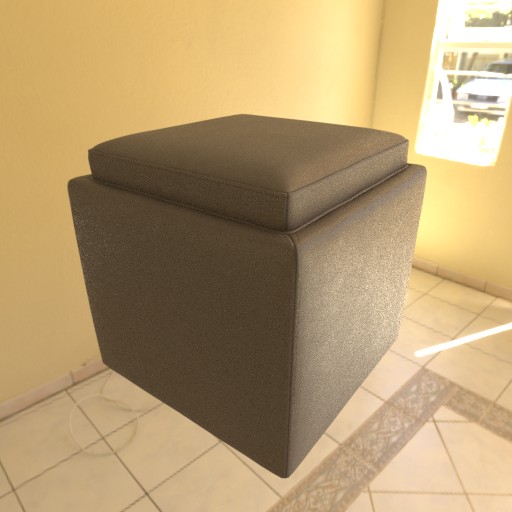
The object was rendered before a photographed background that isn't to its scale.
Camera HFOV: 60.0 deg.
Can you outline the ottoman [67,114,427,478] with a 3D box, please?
[{"bbox_3d":[0.000,0.000,0.813,0.450,0.460,0.451,18,31,33],"label":"ottoman"}]
